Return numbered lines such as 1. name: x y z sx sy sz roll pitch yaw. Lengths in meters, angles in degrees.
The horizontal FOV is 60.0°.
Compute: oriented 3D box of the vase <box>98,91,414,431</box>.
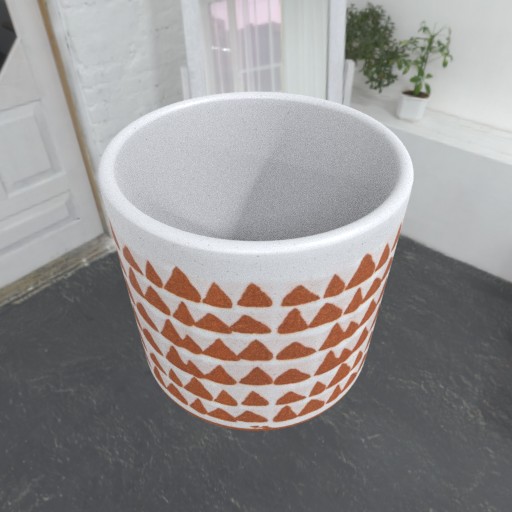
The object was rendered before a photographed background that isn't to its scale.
1. vase: 0.000 0.000 0.239 0.137 0.127 0.137 0 41 0
